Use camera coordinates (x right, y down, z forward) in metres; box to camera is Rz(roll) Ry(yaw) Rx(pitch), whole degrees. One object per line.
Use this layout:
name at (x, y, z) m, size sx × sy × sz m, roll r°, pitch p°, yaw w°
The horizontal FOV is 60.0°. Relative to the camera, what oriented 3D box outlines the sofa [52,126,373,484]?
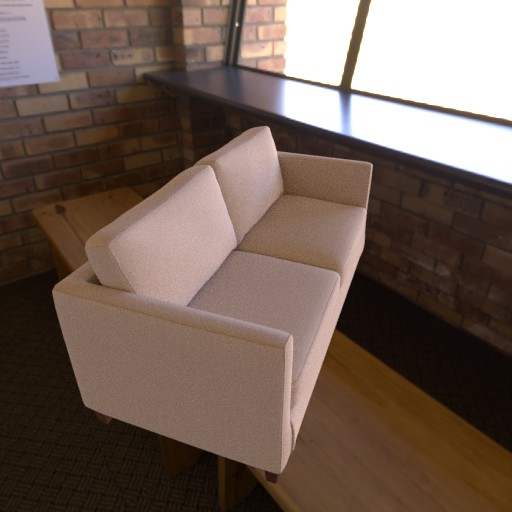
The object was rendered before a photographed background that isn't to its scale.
sofa at (0.000, 0.000, 2.171) m, size 0.873 × 0.888 × 1.722 m, roll 11°, pitch 33°, yaw 18°
